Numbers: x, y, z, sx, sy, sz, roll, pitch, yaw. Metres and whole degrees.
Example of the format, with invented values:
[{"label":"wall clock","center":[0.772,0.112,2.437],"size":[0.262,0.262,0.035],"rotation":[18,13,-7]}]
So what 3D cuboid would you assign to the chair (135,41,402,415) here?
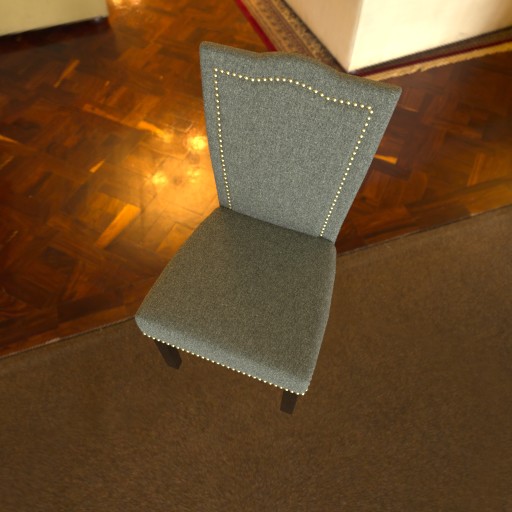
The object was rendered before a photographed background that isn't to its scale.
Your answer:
[{"label":"chair","center":[0.000,0.000,1.280],"size":[0.518,0.946,0.589],"rotation":[18,59,11]}]
